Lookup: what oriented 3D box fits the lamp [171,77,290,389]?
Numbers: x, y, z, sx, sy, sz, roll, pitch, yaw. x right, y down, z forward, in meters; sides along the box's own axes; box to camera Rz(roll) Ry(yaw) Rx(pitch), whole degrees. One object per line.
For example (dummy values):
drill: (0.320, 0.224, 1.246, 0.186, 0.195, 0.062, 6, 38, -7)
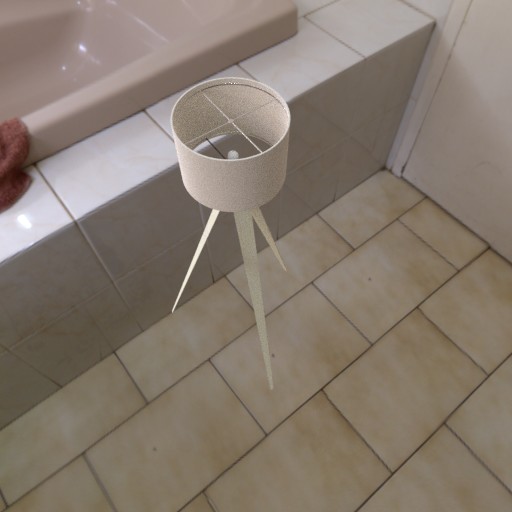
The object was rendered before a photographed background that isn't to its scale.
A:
lamp: (0.000, 0.000, 1.930, 0.724, 1.524, 0.716, -32, 64, -18)
